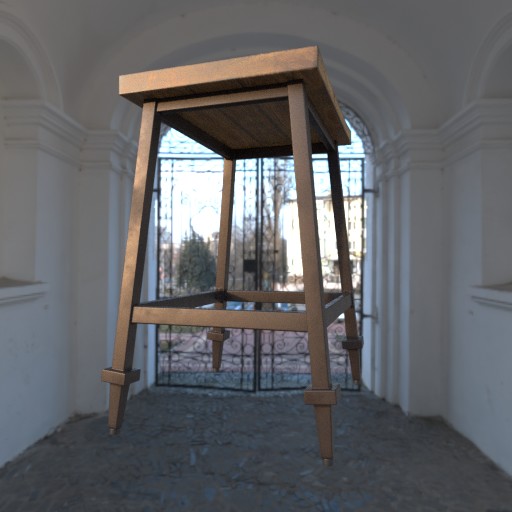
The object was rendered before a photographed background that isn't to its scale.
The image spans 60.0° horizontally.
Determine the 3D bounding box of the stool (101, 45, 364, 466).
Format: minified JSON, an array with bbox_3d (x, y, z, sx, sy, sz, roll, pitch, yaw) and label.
[{"bbox_3d":[0.000,0.000,0.934,0.405,0.625,0.486,0,0,18],"label":"stool"}]
